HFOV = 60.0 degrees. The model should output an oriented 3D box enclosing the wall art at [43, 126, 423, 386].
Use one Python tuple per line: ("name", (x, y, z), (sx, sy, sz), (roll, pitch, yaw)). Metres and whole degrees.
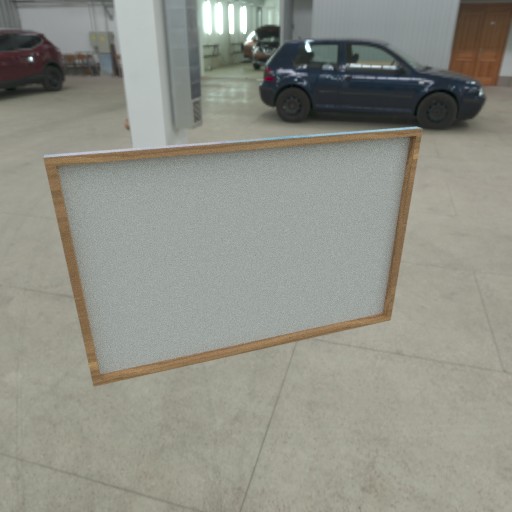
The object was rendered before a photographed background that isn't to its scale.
("wall art", (0.000, 0.000, 0.776), (0.604, 0.402, 0.018), (-9, 28, -17))
